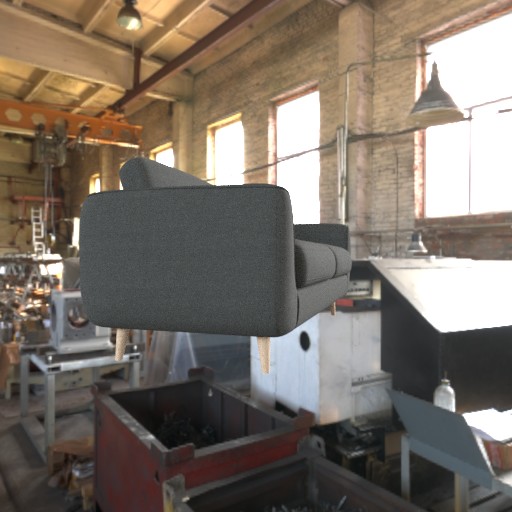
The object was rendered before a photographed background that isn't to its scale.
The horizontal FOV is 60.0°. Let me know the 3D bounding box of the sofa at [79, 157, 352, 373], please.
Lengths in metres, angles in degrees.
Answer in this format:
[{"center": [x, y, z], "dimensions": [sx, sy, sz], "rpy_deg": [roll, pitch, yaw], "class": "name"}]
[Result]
[{"center": [0.000, 0.000, 2.506], "dimensions": [0.920, 0.850, 2.000], "rpy_deg": [0, 0, 18], "class": "sofa"}]
